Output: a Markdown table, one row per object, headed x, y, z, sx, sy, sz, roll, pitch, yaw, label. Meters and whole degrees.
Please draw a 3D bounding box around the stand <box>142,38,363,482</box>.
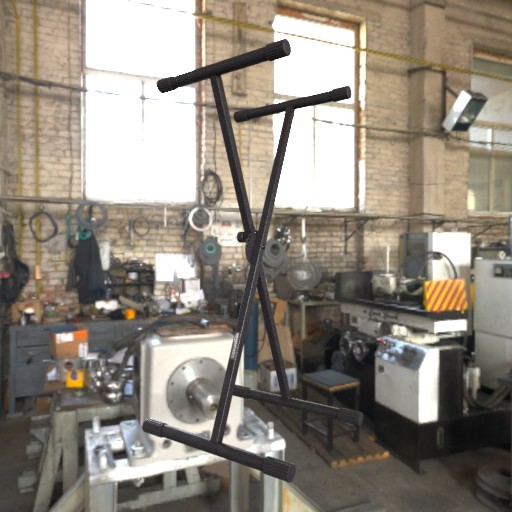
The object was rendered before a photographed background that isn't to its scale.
| x | y | z | sx | sy | sz | roll | pitch | yaw | label |
| --- | --- | --- | --- | --- | --- | --- | --- | --- | --- |
| 0.000 | 0.000 | 1.204 | 0.449 | 0.940 | 0.409 | 0 | 0 | 35 | stand |
